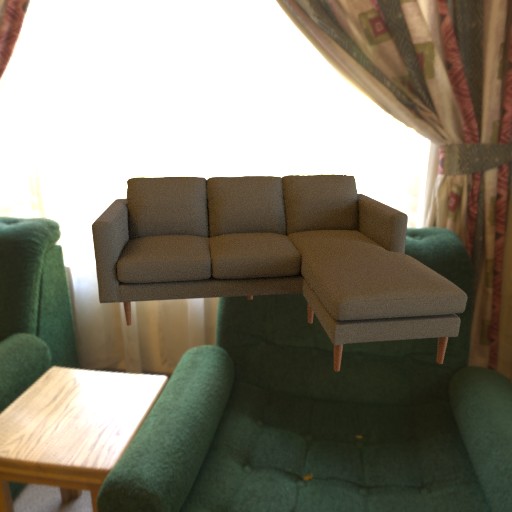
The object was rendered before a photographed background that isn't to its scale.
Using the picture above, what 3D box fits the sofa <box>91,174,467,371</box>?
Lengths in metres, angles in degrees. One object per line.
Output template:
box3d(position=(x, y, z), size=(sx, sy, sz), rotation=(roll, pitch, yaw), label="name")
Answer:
box3d(position=(0.000, 0.000, 2.920), size=(2.031, 0.897, 1.591), rotation=(-2, 18, -7), label="sofa")
